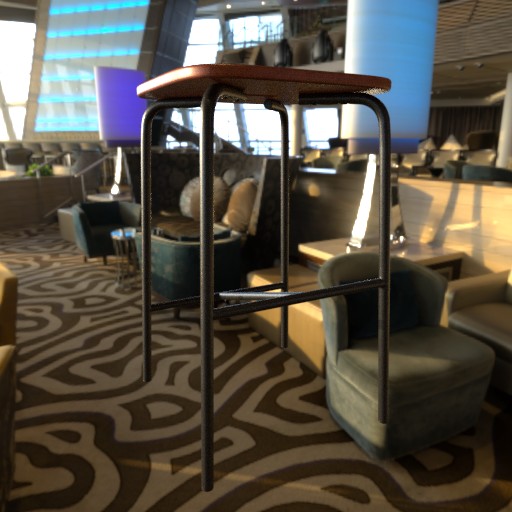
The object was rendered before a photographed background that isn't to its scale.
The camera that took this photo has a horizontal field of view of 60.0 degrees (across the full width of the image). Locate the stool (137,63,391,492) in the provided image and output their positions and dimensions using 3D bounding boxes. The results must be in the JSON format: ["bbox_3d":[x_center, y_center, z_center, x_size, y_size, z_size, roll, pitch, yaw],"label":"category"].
[{"bbox_3d":[0.000,0.000,0.839,0.376,0.610,0.376,-8,16,-27],"label":"stool"}]
